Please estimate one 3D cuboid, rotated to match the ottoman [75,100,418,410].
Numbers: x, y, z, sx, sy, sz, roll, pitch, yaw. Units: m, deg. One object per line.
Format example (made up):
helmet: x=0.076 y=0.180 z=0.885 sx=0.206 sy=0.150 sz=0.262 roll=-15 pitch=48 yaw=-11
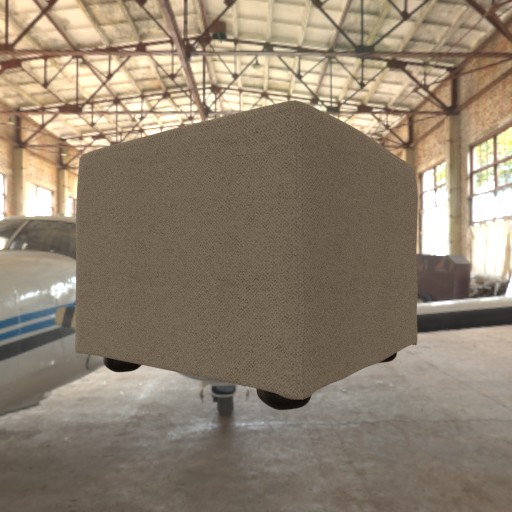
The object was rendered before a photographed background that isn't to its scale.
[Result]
ottoman: x=0.000 y=0.000 z=0.913 sx=0.521 sy=0.453 sz=0.512 roll=-1 pitch=-1 yaw=36
